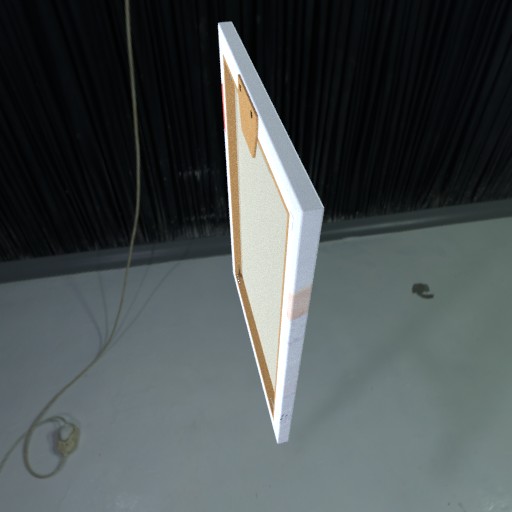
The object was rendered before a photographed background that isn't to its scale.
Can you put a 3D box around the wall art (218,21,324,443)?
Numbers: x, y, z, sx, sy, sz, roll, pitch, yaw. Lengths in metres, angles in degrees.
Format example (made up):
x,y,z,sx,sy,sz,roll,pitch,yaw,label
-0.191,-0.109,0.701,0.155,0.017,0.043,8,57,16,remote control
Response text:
x,y,z,sx,sy,sz,roll,pitch,yaw,label
0.000,0.000,1.075,0.036,0.848,0.613,-10,49,-9,wall art
